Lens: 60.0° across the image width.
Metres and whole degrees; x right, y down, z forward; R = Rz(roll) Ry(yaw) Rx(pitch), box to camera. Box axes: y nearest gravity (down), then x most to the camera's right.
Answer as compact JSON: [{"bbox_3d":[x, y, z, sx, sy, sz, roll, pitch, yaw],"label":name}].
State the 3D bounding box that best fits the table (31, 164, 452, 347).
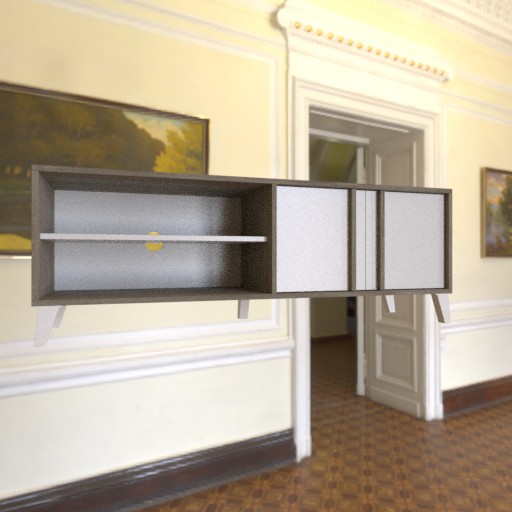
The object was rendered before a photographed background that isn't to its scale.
[{"bbox_3d":[0.000,0.000,1.708,1.500,0.530,0.400,0,0,-18],"label":"table"}]
